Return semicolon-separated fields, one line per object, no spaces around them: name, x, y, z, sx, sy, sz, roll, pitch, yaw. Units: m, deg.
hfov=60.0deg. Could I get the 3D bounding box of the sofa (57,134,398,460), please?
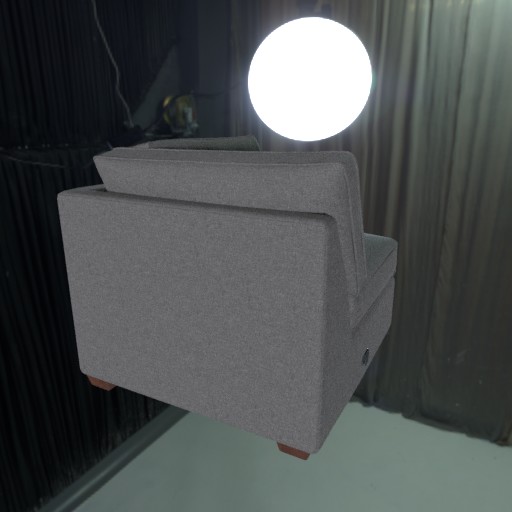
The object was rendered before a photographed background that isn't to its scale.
sofa;0.000;0.000;1.969;1.084;1.002;1.146;9;20;27
